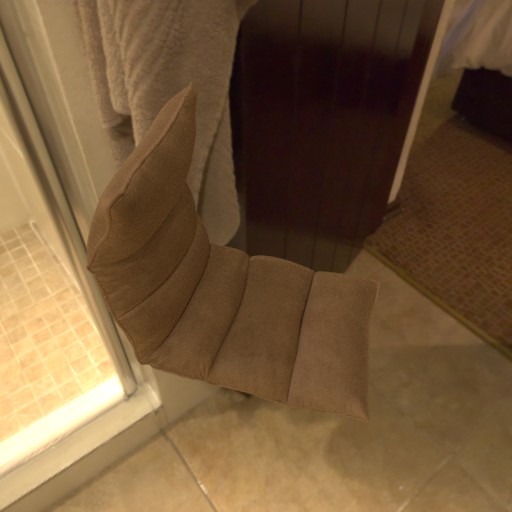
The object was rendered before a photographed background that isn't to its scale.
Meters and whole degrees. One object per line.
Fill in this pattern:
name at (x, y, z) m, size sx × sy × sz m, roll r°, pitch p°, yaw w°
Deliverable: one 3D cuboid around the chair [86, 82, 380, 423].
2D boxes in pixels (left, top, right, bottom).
chair at (0.000, 0.000, 1.589) m, size 0.985 × 0.892 × 0.714 m, roll 11°, pitch 47°, yaw 11°
